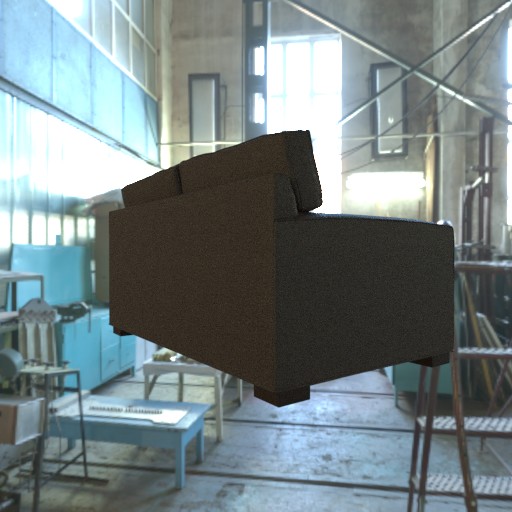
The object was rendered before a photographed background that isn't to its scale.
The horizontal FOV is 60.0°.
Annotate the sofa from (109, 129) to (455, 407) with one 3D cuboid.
[{"bbox_3d":[0.000,0.000,2.192,0.974,0.887,1.534,0,1,-36],"label":"sofa"}]
